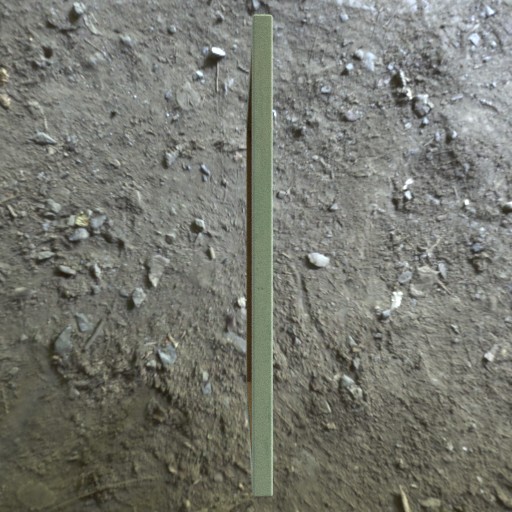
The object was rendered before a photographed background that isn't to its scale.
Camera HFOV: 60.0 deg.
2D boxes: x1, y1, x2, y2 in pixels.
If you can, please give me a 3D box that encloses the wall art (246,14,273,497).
[{"bbox_3d":[0.000,0.000,1.141,0.038,0.609,0.913,0,90,-2],"label":"wall art"}]
